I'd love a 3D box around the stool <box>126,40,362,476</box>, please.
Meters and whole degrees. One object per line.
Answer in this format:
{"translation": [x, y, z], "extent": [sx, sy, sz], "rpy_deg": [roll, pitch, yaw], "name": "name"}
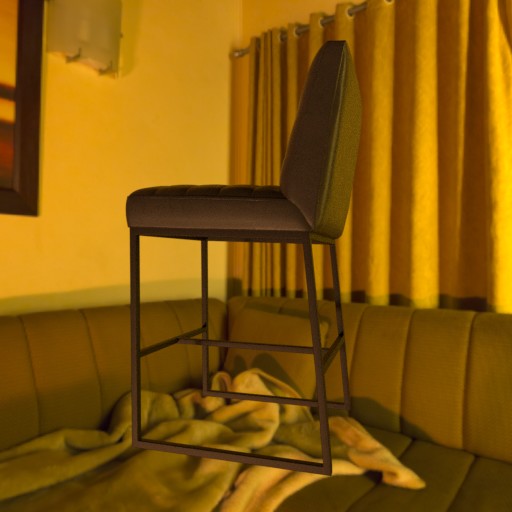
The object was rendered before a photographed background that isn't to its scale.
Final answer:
{"translation": [0.000, 0.000, 1.221], "extent": [0.552, 0.938, 0.457], "rpy_deg": [0, 0, 17], "name": "stool"}
